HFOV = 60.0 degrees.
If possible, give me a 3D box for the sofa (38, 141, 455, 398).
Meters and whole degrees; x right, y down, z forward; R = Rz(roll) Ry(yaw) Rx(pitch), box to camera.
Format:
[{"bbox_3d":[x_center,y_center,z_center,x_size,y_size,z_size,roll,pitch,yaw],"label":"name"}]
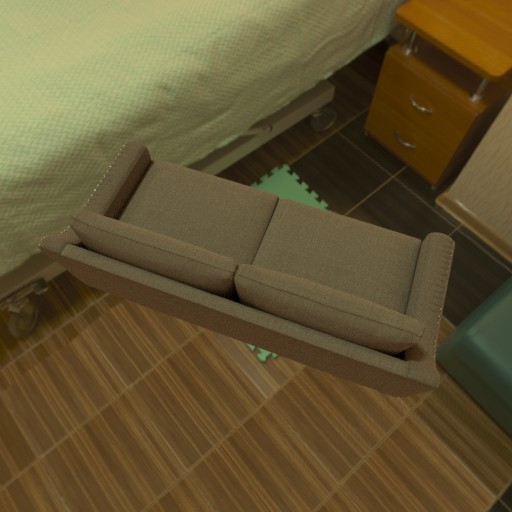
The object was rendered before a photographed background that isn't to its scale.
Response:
[{"bbox_3d":[0.000,0.000,2.717,2.208,0.857,1.000,18,64,9],"label":"sofa"}]
